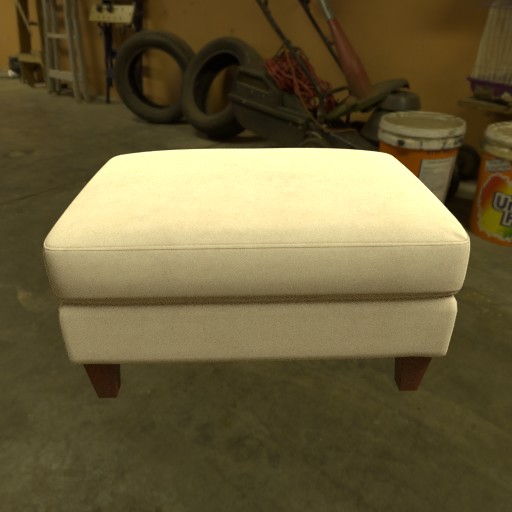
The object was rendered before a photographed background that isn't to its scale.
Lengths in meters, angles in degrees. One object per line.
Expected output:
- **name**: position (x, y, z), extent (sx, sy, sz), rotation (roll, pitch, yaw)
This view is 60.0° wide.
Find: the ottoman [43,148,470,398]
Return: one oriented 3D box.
- **ottoman**: position (0.000, 0.000, 1.174), extent (0.864, 0.483, 0.584), rotation (-1, 30, -2)
